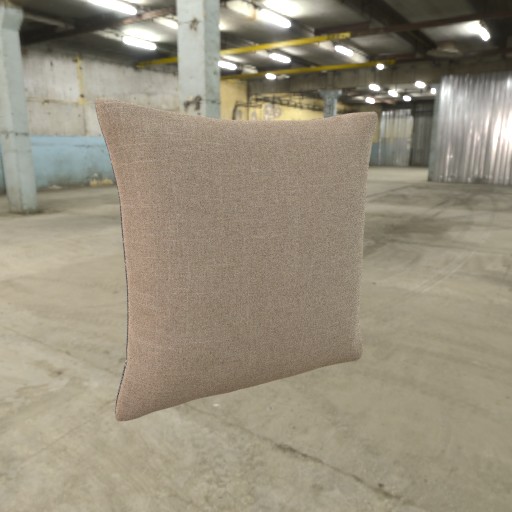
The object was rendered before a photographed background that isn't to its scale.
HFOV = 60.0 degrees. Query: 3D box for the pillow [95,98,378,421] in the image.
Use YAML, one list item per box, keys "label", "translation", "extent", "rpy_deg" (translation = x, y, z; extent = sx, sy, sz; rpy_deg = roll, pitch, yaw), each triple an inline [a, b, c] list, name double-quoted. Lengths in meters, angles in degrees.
- label: "pillow"
  translation: [0.000, 0.000, 0.663]
  extent: [0.435, 0.428, 0.148]
  rpy_deg: [-7, 14, -27]
